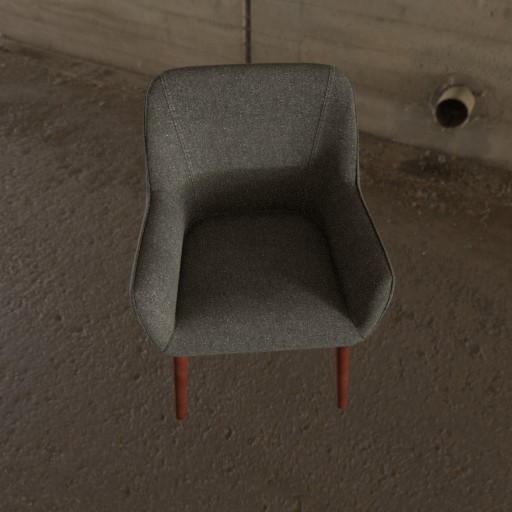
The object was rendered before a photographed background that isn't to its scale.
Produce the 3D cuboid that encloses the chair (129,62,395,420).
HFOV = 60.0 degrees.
[{"bbox_3d":[0.000,0.000,1.159,0.543,0.803,0.519,-3,46,-3],"label":"chair"}]
